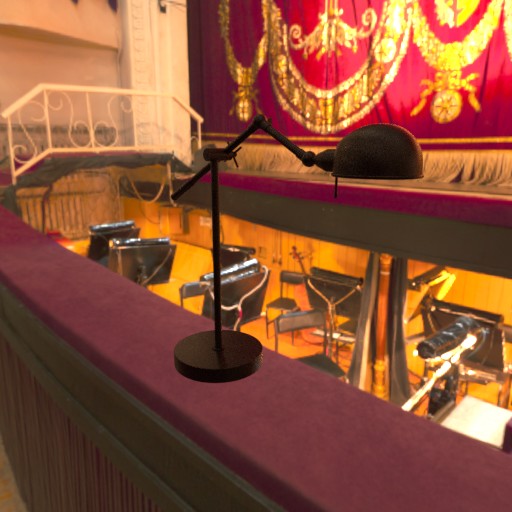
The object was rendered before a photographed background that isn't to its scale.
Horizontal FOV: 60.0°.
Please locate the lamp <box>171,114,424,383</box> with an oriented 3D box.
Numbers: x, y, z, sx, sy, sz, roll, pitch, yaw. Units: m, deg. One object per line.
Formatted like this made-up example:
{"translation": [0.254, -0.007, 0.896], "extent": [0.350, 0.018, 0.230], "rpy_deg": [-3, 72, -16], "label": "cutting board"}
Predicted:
{"translation": [0.000, 0.000, 0.805], "extent": [0.567, 0.495, 0.185], "rpy_deg": [13, 19, 43], "label": "lamp"}
